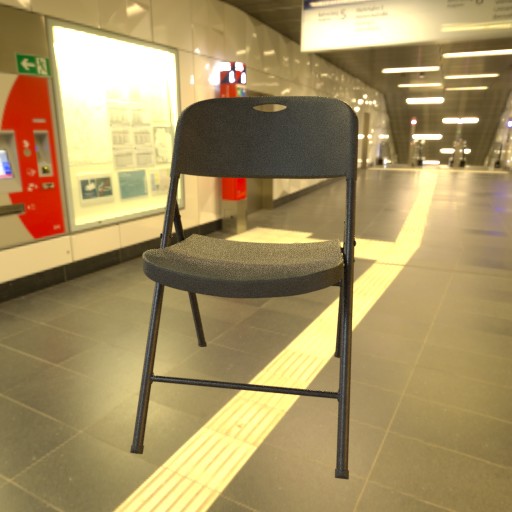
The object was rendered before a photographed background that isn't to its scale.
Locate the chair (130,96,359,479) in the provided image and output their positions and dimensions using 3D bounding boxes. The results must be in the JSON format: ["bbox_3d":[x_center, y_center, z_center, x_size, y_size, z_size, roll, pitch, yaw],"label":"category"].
[{"bbox_3d":[0.000,0.000,1.132,0.494,0.810,0.566,3,16,9],"label":"chair"}]
